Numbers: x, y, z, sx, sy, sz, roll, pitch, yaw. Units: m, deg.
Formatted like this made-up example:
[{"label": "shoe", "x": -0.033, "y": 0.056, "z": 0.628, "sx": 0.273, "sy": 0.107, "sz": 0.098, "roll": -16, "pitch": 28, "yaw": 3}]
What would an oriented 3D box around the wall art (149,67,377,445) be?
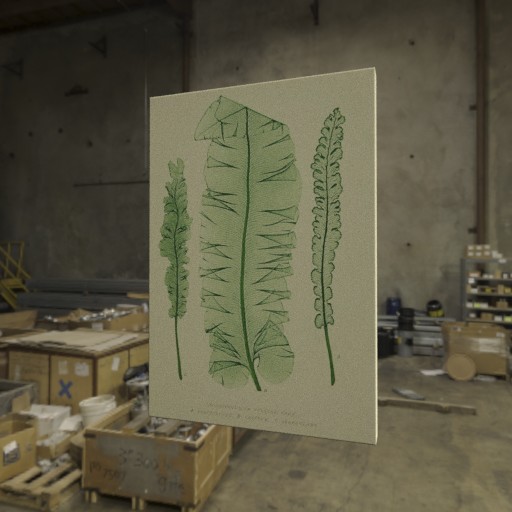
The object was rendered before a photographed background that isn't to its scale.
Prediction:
[{"label": "wall art", "x": 0.000, "y": 0.000, "z": 0.798, "sx": 0.418, "sy": 0.608, "sz": 0.038, "roll": 0, "pitch": -1, "yaw": 19}]
